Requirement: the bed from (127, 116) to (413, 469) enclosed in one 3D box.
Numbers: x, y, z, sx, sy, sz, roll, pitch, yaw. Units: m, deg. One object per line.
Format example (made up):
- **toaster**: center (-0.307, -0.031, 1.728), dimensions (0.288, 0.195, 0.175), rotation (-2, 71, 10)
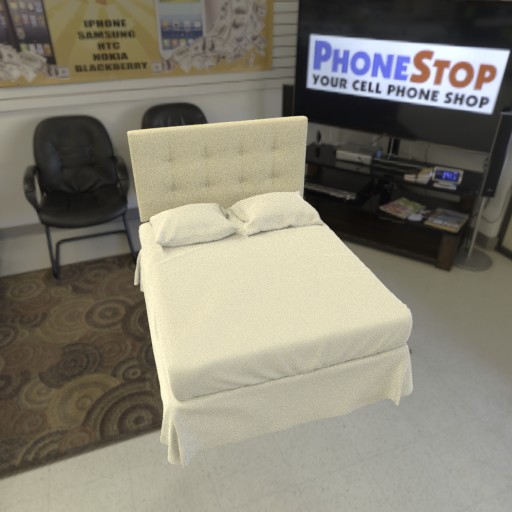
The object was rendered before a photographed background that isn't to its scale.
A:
- **bed**: center (0.000, 0.000, 3.515), dimensions (1.936, 1.577, 2.222), rotation (-10, 33, -15)
